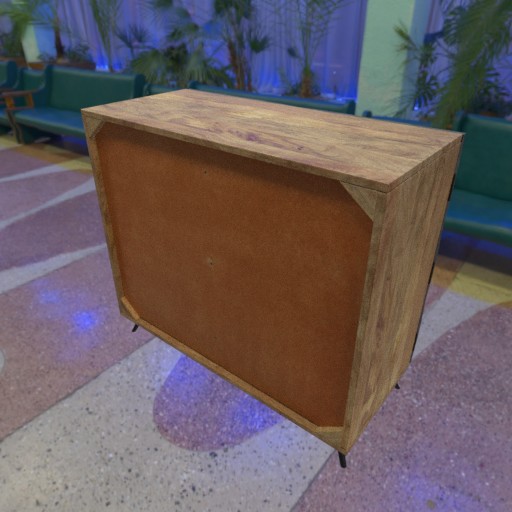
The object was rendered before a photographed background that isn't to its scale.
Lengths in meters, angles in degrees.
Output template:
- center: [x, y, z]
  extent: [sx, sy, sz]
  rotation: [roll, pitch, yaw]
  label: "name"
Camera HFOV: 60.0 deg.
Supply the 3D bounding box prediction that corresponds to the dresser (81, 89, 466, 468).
- center: [0.000, 0.000, 1.401]
  extent: [0.967, 0.847, 0.446]
  rotation: [22, 37, 33]
  label: "dresser"
